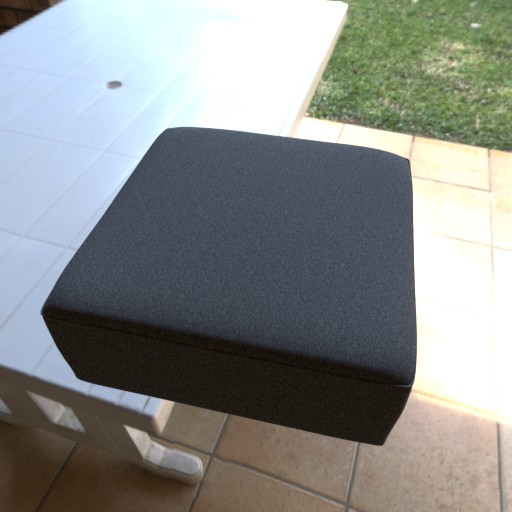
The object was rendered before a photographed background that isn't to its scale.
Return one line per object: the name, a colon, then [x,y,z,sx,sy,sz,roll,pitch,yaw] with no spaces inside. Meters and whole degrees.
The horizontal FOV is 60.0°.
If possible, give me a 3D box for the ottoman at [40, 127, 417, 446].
ottoman: [0.000,0.000,1.576,1.015,0.464,1.005,9,47,9]
